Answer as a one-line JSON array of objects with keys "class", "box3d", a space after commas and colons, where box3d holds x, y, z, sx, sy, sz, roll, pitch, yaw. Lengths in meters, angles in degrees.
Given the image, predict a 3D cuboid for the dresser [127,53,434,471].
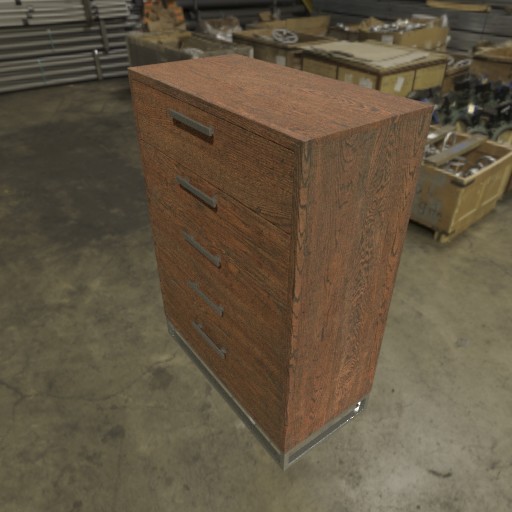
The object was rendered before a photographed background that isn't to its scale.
[{"class": "dresser", "box3d": [0.000, 0.000, 1.781, 0.508, 1.321, 0.965, -23, 40, -30]}]
